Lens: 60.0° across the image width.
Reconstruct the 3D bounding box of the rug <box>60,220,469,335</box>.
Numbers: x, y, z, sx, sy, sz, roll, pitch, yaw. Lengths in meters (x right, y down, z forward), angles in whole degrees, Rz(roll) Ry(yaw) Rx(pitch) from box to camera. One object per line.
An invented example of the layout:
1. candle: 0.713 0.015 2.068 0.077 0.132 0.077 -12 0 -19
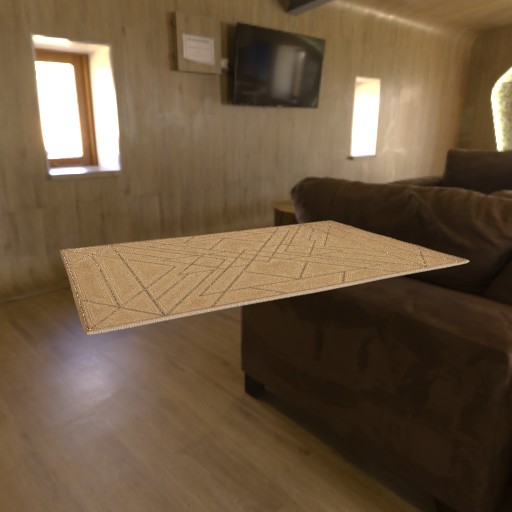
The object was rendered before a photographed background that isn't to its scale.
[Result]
1. rug: 0.000 0.000 3.135 2.459 0.023 1.575 -8 18 -26
